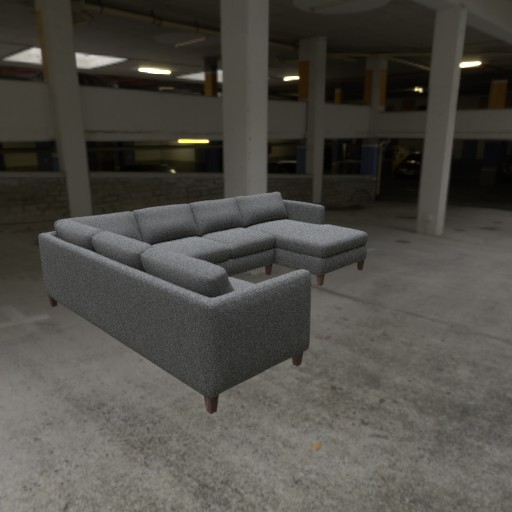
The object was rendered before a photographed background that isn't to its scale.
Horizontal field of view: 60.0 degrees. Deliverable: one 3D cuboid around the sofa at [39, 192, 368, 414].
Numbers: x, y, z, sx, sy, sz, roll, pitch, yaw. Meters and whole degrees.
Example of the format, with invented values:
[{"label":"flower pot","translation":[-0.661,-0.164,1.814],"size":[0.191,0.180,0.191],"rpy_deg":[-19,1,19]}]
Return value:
[{"label":"sofa","translation":[0.000,0.000,4.389],"size":[3.238,0.853,2.551],"rpy_deg":[-15,21,-43]}]
